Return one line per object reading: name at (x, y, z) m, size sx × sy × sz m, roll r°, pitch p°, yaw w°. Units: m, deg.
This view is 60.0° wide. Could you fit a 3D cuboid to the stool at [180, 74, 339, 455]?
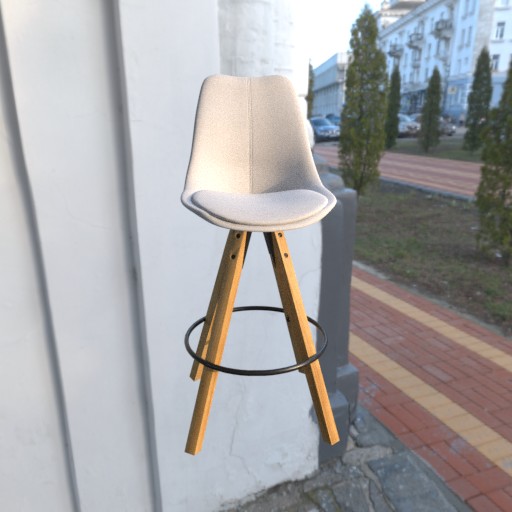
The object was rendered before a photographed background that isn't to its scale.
stool at (0.000, 0.000, 1.411) m, size 0.484 × 1.115 × 0.550 m, roll -2°, pitch 18°, yaw -6°
